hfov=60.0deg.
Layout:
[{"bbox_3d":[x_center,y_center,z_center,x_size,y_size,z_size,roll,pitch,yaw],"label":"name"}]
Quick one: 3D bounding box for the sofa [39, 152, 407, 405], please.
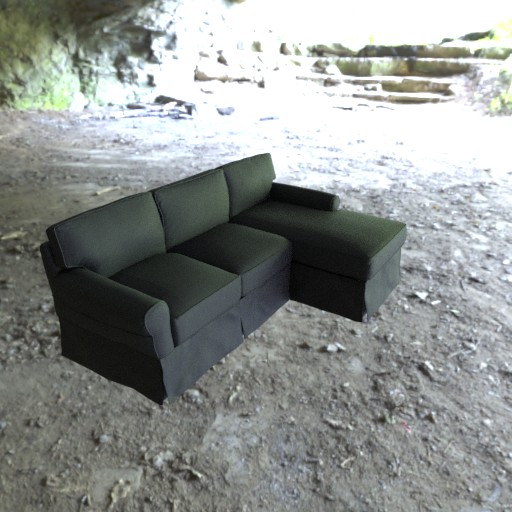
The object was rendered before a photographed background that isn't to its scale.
[{"bbox_3d":[0.000,0.000,3.417,1.637,1.039,2.518,17,31,31],"label":"sofa"}]
